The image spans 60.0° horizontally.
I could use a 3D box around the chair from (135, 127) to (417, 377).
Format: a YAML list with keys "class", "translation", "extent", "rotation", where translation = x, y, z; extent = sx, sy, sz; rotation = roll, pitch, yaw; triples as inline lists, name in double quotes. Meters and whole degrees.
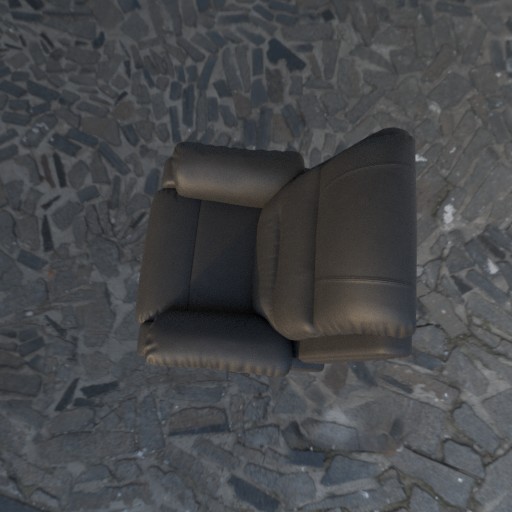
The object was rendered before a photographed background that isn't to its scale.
- class: "chair"
  translation: [0.000, 0.000, 1.652]
  extent: [0.919, 0.992, 0.855]
  rotation: [5, 75, 1]
